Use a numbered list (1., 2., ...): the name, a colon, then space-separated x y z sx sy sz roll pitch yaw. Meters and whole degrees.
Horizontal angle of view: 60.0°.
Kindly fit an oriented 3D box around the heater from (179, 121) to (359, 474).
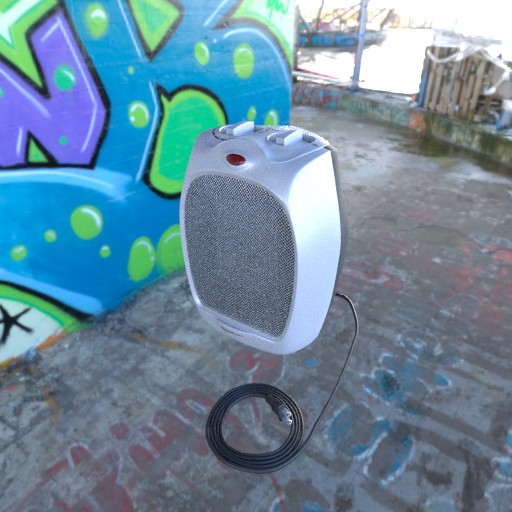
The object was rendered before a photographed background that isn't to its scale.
1. heater: 0.000 0.000 0.464 0.239 0.240 0.291 19 35 30
